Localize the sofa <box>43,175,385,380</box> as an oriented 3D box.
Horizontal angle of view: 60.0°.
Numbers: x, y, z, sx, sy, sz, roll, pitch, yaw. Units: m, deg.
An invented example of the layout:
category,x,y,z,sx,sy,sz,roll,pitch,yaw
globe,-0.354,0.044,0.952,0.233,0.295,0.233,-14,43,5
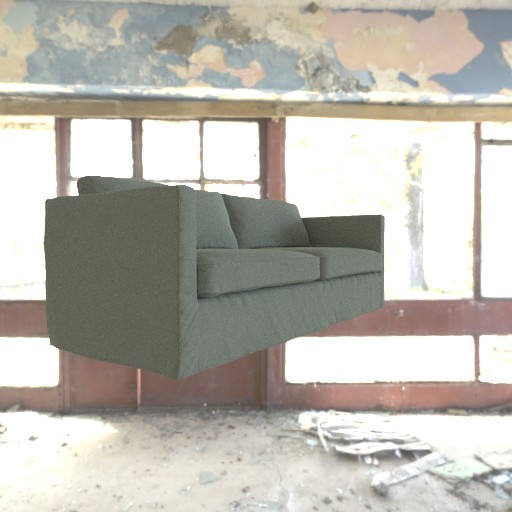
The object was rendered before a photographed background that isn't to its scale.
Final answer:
category,x,y,z,sx,sy,sz,roll,pitch,yaw
sofa,0.000,0.000,2.828,0.962,0.853,2.312,1,2,35
